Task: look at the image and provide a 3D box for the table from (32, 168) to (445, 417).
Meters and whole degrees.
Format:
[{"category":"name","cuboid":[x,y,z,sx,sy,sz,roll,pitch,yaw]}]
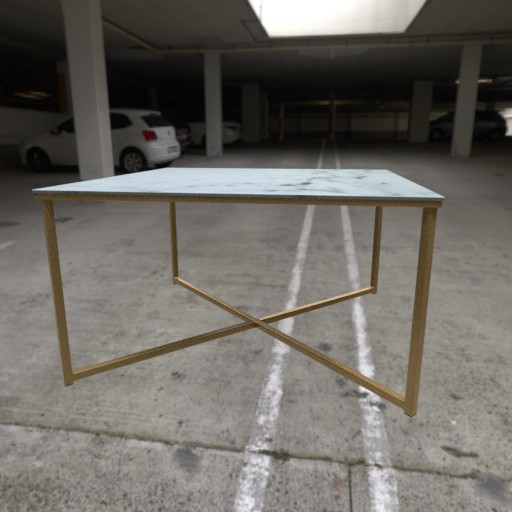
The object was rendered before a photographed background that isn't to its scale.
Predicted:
[{"category":"table","cuboid":[0.000,0.000,1.280,0.800,0.450,0.800,2,15,9]}]
